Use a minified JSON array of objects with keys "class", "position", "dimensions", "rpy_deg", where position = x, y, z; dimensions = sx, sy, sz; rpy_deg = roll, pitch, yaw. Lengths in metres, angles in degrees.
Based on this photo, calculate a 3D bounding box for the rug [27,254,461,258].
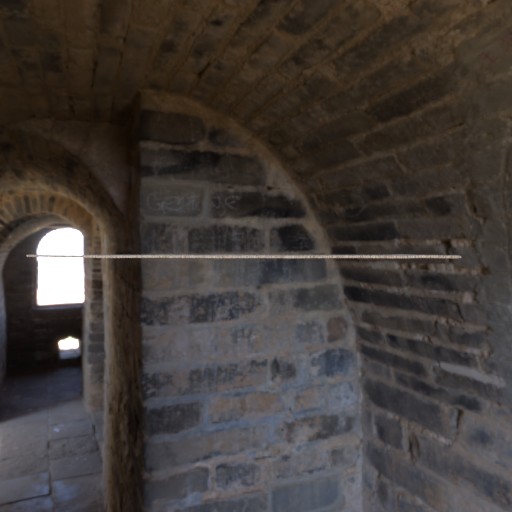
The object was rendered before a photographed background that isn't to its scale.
[{"class":"rug","position":[0.000,0.000,2.327],"dimensions":[1.822,0.018,1.211],"rpy_deg":[0,0,18]}]
